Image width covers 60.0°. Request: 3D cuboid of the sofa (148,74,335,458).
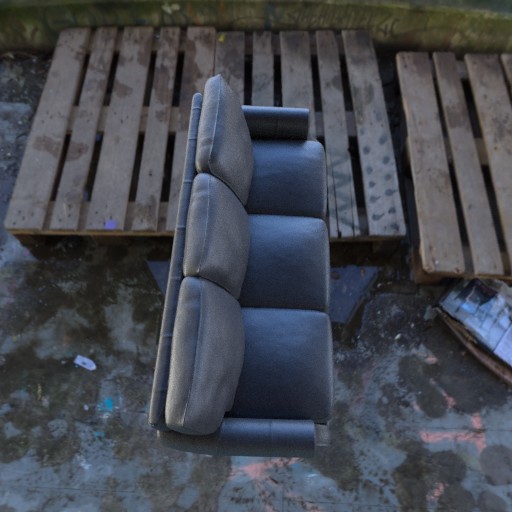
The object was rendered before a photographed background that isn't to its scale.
[{"bbox_3d":[0.000,0.000,2.876,0.974,0.977,2.387,2,64,1],"label":"sofa"}]
